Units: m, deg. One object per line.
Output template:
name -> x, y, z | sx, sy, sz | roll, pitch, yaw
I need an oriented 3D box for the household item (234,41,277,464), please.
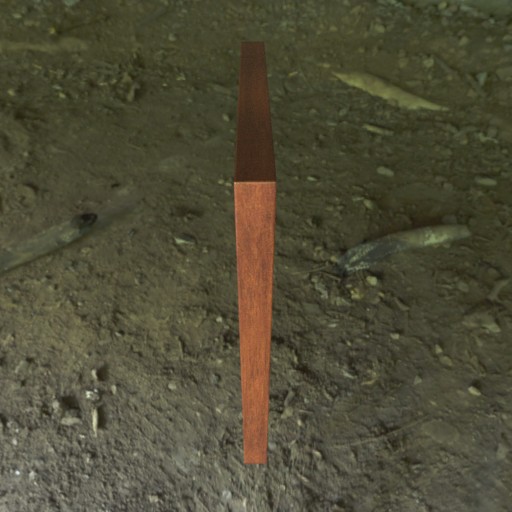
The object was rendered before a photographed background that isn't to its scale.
household item -> 0.000, 0.000, 0.336 | 0.020, 0.250, 0.200 | 0, 41, 0
